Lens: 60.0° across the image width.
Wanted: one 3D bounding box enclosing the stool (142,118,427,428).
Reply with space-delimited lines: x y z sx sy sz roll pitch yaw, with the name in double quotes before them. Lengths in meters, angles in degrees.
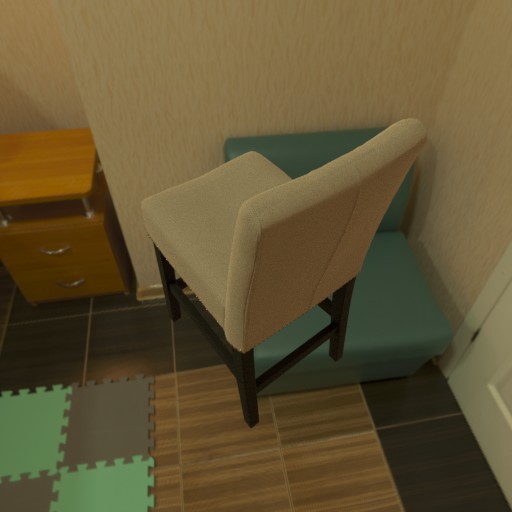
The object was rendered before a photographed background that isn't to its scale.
"stool" 0.000 0.000 1.199 0.427 0.885 0.571 -31 54 -25
